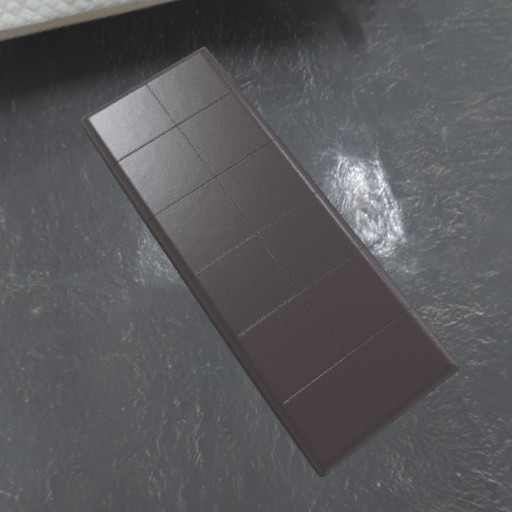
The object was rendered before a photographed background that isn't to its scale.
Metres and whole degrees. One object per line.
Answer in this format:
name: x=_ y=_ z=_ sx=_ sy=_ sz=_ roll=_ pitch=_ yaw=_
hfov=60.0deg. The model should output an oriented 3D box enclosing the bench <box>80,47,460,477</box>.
bench: x=0.000 y=0.000 z=1.320 sx=0.429 sy=0.457 sz=1.092 roll=-34 pitch=78 yaw=-8
